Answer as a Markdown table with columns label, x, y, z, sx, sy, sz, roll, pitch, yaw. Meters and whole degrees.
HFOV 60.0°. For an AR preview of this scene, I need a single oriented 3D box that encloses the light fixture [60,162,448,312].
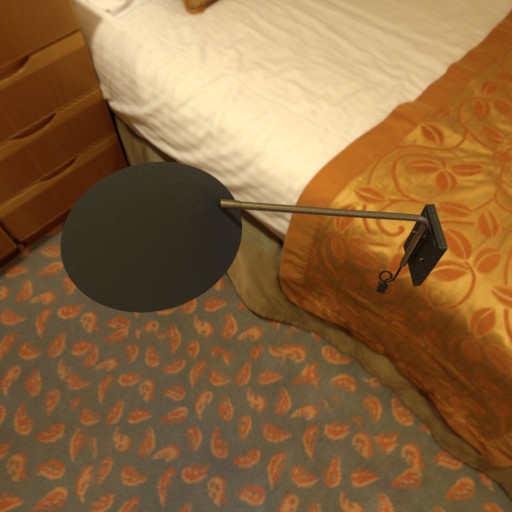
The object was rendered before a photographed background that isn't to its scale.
| label | x | y | z | sx | sy | sz | roll | pitch | yaw |
| --- | --- | --- | --- | --- | --- | --- | --- | --- | --- |
| light fixture | 0.000 | 0.000 | 0.665 | 0.516 | 0.312 | 0.240 | -2 | 60 | -1 |
